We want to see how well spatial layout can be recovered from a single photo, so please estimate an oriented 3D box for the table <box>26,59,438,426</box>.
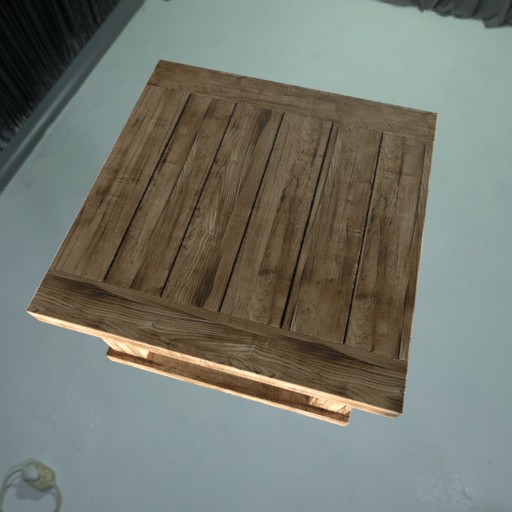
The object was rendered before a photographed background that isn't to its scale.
[{"bbox_3d":[0.000,0.000,1.019,0.610,0.457,0.610,14,64,7],"label":"table"}]
